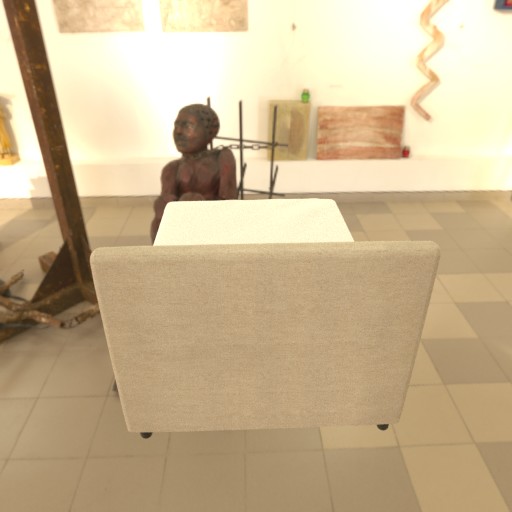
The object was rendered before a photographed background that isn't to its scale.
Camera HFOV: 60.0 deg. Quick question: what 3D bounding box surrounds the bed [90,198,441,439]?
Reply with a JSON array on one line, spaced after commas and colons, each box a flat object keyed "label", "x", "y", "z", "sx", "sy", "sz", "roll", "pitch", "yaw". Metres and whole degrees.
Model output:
[{"label": "bed", "x": 0.000, "y": 0.000, "z": 3.284, "sx": 1.713, "sy": 1.330, "sz": 2.162, "roll": -1, "pitch": 31, "yaw": -2}]
